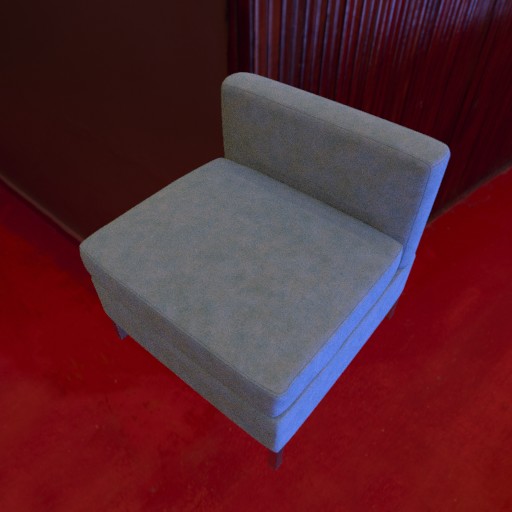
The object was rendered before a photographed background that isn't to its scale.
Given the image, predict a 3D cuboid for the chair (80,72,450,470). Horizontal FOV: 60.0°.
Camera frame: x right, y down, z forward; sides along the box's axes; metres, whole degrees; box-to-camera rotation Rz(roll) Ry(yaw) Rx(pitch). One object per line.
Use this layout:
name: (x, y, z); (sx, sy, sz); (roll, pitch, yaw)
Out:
chair: (0.000, 0.000, 1.222); (0.684, 0.660, 0.685); (31, 53, 26)
